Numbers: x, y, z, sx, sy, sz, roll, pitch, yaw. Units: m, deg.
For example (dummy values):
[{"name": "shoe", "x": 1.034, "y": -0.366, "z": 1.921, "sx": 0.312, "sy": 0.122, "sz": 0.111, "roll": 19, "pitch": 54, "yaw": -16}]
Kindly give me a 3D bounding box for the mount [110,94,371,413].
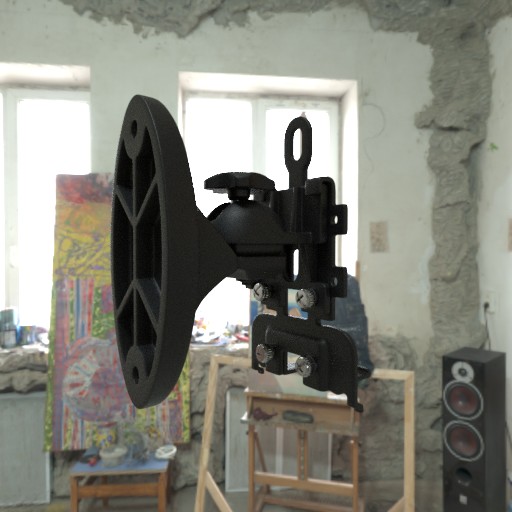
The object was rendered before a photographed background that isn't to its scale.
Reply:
[{"name": "mount", "x": 0.000, "y": 0.000, "z": 0.177, "sx": 0.100, "sy": 0.118, "sz": 0.066, "roll": -1, "pitch": 2, "yaw": -36}]
